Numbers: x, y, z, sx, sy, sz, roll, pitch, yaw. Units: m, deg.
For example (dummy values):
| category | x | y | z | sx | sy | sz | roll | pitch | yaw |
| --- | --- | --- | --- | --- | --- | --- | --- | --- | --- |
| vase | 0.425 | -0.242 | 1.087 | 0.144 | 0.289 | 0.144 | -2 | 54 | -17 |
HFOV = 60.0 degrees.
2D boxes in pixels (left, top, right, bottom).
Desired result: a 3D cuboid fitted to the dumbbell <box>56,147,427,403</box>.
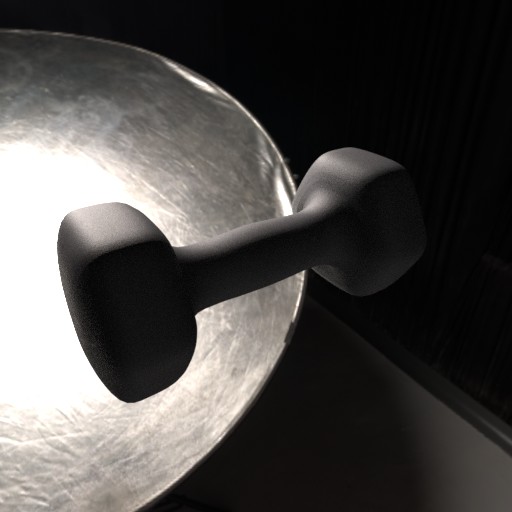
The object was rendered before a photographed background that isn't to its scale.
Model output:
| category | x | y | z | sx | sy | sz | roll | pitch | yaw |
| --- | --- | --- | --- | --- | --- | --- | --- | --- | --- |
| dumbbell | 0.000 | 0.000 | 0.298 | 0.240 | 0.105 | 0.116 | -18 | 35 | -28 |
